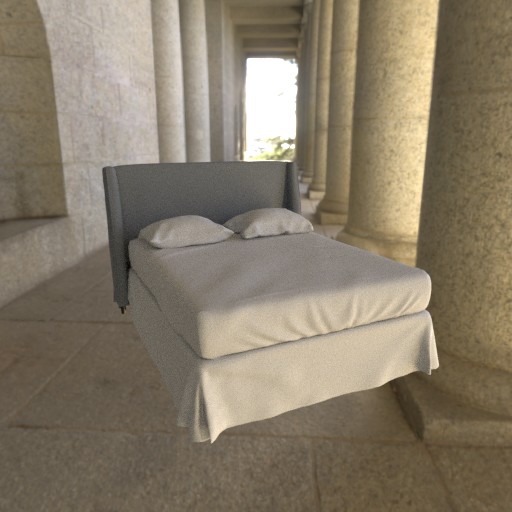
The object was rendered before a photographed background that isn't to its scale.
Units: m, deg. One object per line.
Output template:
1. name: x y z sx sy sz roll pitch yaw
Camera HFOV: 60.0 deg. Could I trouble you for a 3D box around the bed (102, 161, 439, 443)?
1. bed: 0.000 0.000 3.461 1.925 1.332 2.276 -7 17 -25
